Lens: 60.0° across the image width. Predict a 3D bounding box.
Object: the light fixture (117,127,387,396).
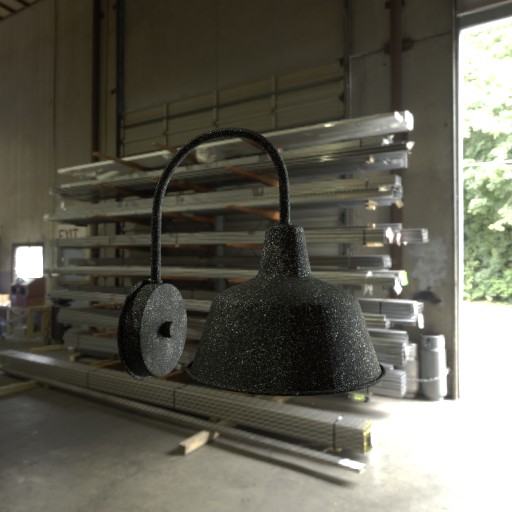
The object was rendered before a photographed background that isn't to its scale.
[{"bbox_3d":[0.000,0.000,0.503,0.283,0.300,0.216,0,-1,19],"label":"light fixture"}]
